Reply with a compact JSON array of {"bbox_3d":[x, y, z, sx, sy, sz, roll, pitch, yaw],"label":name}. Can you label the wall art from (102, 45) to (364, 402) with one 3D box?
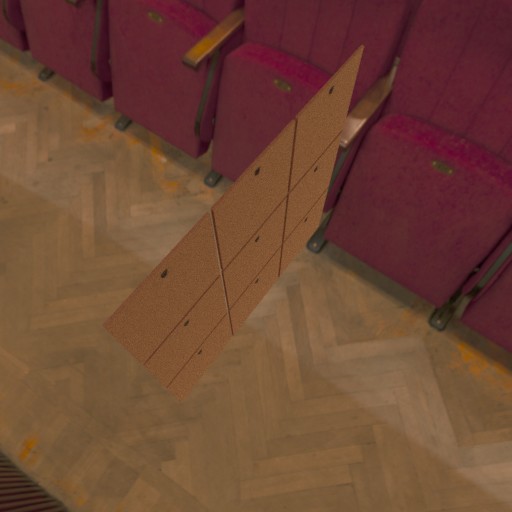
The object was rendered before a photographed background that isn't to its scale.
[{"bbox_3d":[0.000,0.000,2.290,0.019,1.532,1.533,34,68,15],"label":"wall art"}]
